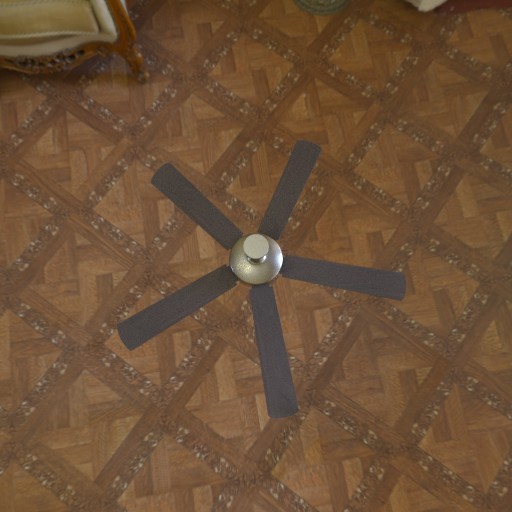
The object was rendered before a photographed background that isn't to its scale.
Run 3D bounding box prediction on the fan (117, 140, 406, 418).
[{"bbox_3d":[0.000,0.000,1.999,1.321,0.356,1.321,34,79,8],"label":"fan"}]
